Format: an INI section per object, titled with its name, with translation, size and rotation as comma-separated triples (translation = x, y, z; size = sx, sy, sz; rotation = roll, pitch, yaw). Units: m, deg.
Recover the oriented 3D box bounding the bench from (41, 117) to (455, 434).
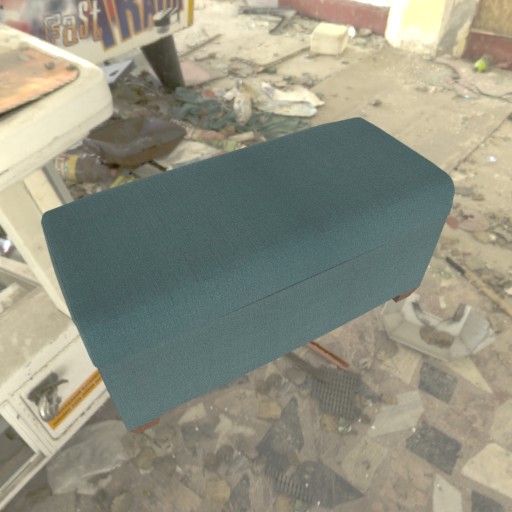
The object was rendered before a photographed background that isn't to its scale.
[bench]
translation = 0.000, 0.000, 1.261
size = 0.995, 0.474, 0.476
rotation = -22, 49, -20
